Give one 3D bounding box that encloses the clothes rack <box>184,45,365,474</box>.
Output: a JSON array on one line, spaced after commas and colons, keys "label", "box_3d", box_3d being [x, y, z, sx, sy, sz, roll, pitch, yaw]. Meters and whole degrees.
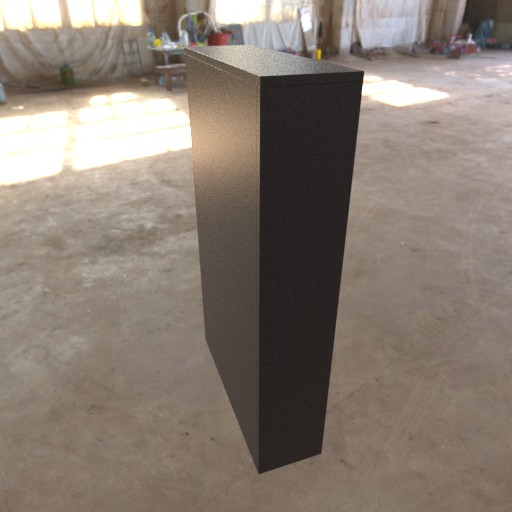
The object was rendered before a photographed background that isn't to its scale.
[{"label": "clothes rack", "box_3d": [0.000, 0.000, 1.551, 0.250, 1.280, 0.750, -10, 31, -17]}]
